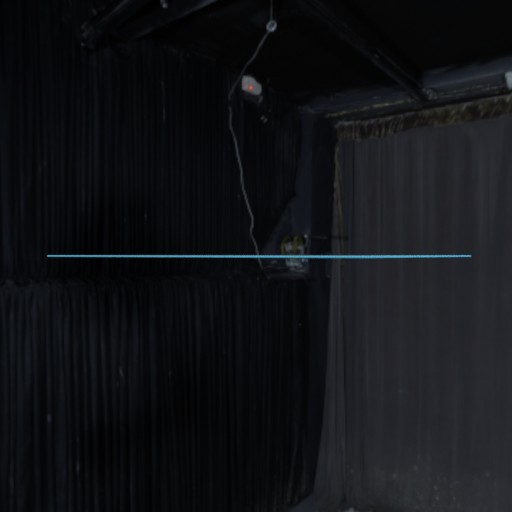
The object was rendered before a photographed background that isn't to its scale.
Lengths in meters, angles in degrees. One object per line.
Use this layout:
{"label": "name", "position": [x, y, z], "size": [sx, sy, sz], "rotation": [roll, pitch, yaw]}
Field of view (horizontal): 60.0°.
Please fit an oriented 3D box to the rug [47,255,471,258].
{"label": "rug", "position": [0.000, 0.000, 3.935], "size": [3.044, 0.015, 2.226], "rotation": [0, 0, 38]}
